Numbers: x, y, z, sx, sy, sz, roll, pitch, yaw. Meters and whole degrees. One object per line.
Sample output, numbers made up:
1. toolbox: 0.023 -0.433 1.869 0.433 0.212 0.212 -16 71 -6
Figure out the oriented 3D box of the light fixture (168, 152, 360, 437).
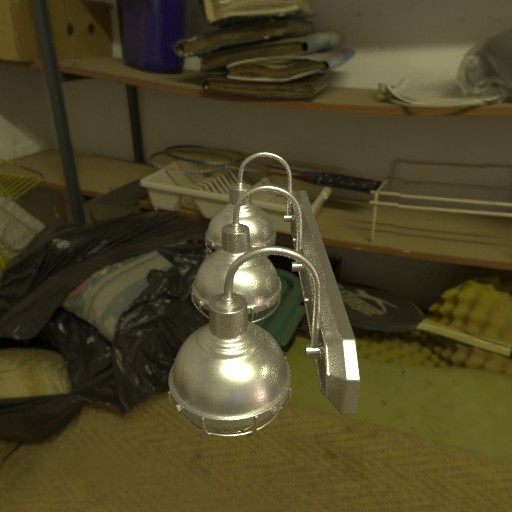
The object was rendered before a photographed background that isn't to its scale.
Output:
1. light fixture: 0.000 0.000 0.771 0.229 0.254 0.634 0 26 0
